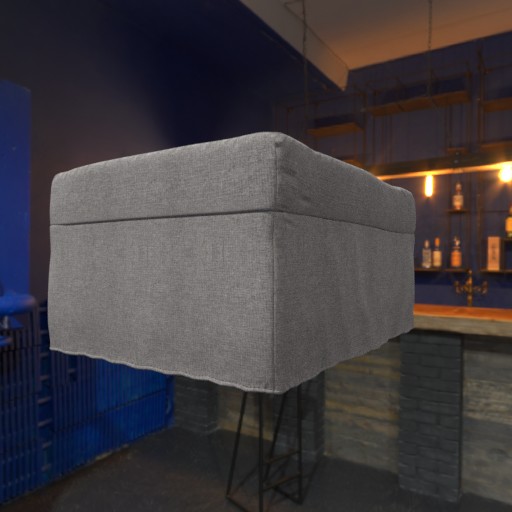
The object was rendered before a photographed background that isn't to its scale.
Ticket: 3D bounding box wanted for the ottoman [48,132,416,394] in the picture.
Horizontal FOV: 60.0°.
[{"bbox_3d":[0.000,0.000,1.205,0.652,0.492,0.833,0,0,34],"label":"ottoman"}]
